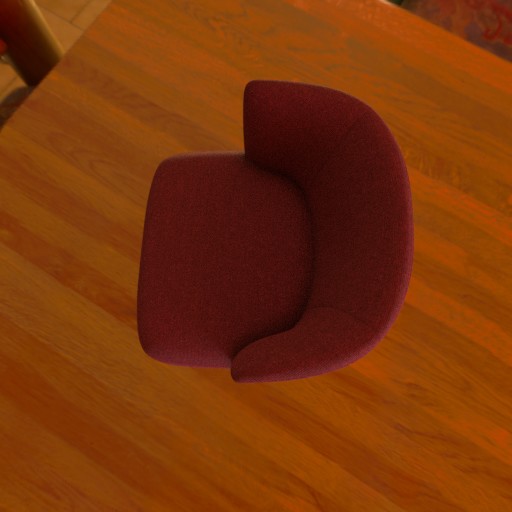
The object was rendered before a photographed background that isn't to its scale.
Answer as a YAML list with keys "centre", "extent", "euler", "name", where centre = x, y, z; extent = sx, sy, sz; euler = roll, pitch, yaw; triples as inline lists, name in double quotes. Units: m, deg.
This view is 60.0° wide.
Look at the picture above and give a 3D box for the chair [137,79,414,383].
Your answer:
- centre: [0.000, 0.000, 1.287]
  extent: [0.660, 0.760, 0.700]
  euler: [2, 75, 1]
  name: "chair"
